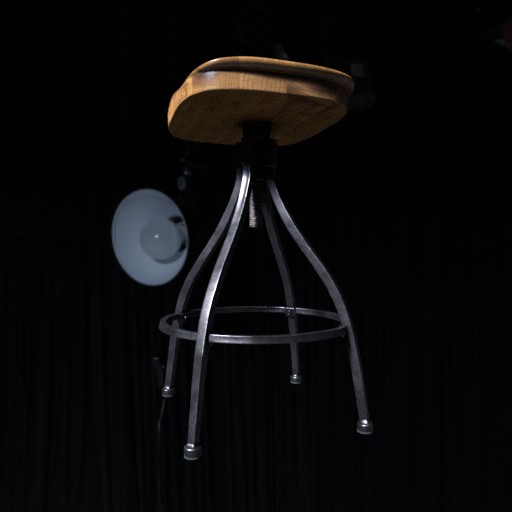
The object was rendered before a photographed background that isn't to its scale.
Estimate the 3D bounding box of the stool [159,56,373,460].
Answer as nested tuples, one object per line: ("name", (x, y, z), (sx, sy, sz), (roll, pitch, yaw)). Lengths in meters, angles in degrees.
("stool", (0.000, 0.000, 0.988), (0.424, 0.694, 0.432), (0, 1, -18))
